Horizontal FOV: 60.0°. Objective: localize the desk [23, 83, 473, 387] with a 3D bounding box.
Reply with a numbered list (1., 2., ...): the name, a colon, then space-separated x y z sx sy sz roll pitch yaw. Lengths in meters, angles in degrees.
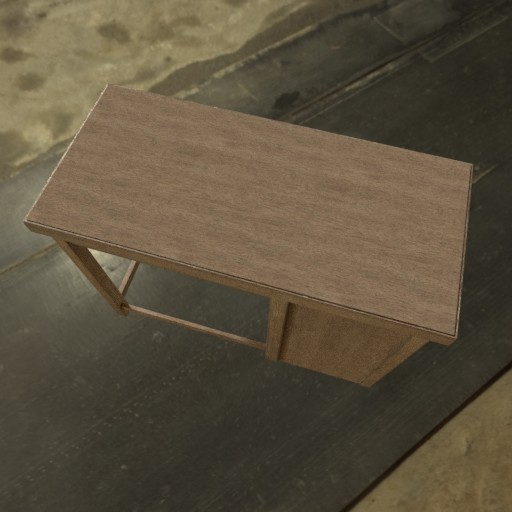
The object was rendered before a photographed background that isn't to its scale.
1. desk: 0.000 0.000 1.791 1.289 0.912 0.610 15 65 7
